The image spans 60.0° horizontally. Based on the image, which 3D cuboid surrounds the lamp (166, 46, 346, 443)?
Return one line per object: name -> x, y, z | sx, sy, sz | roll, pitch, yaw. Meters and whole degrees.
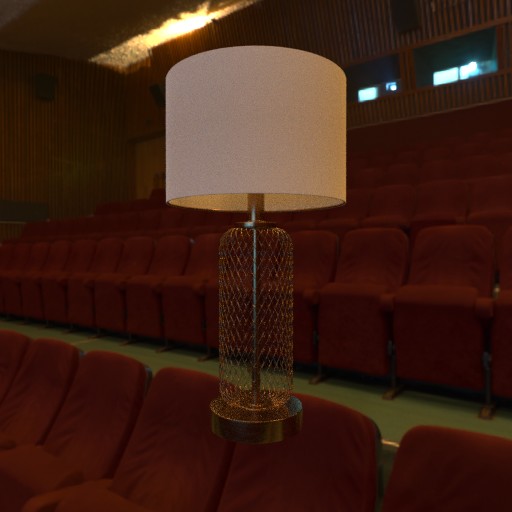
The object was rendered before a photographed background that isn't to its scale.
lamp -> 0.000, 0.000, 0.634 | 0.252, 0.483, 0.252 | 0, 1, 37
